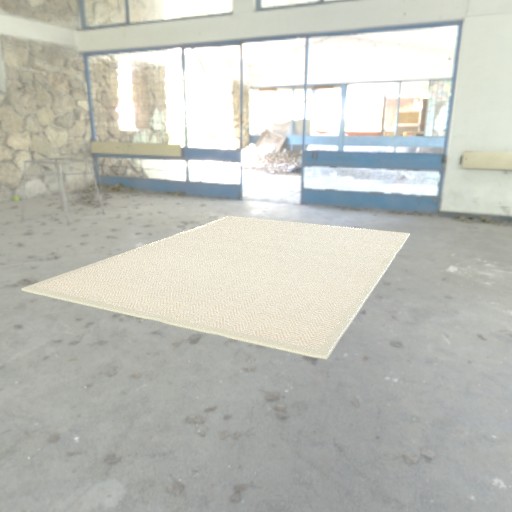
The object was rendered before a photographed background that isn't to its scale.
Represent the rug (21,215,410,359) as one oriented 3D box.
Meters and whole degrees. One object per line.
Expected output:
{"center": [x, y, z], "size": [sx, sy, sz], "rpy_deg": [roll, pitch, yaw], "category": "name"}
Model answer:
{"center": [0.000, 0.000, 4.817], "size": [2.734, 0.037, 3.659], "rpy_deg": [8, 18, 25], "category": "rug"}
